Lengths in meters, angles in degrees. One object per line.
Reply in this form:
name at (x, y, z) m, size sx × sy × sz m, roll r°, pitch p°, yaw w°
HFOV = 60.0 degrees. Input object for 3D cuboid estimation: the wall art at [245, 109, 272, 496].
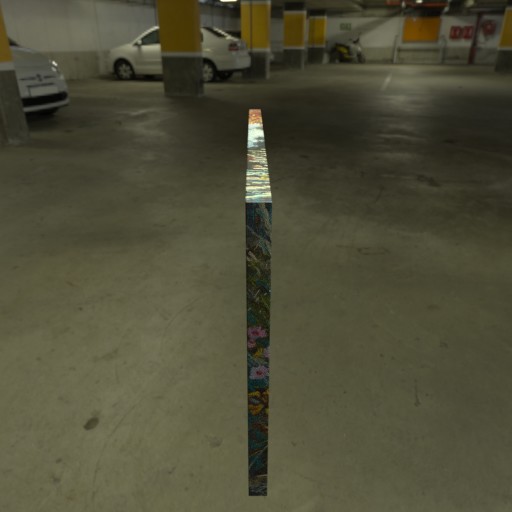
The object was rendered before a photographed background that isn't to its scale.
wall art at (0.000, 0.000, 1.145) m, size 0.037 × 0.604 × 0.908 m, roll 0°, pitch 26°, yaw 0°
